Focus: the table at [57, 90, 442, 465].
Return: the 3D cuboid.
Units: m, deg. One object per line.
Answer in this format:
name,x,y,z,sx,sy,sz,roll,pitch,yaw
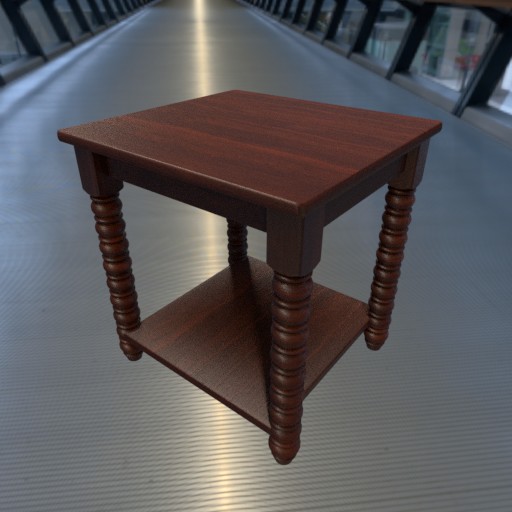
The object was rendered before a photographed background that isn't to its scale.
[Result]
table,0.000,0.000,0.971,0.533,0.567,0.500,22,37,32
